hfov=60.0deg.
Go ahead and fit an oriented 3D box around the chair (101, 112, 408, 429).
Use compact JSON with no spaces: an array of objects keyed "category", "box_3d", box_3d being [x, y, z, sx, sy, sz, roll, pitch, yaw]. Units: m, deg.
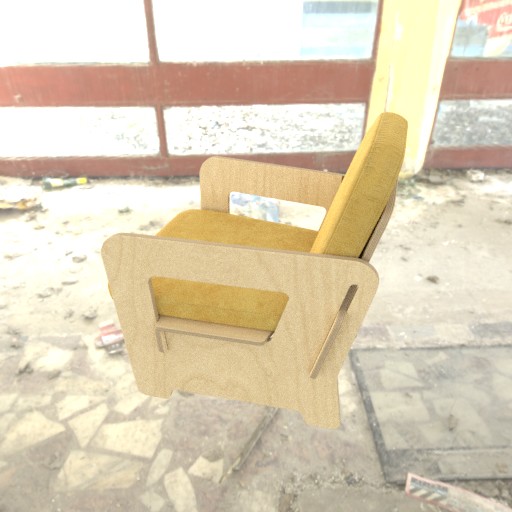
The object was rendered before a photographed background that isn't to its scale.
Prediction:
[{"category":"chair","box_3d":[0.000,0.000,1.280,0.710,0.800,0.590,9,32,15]}]
